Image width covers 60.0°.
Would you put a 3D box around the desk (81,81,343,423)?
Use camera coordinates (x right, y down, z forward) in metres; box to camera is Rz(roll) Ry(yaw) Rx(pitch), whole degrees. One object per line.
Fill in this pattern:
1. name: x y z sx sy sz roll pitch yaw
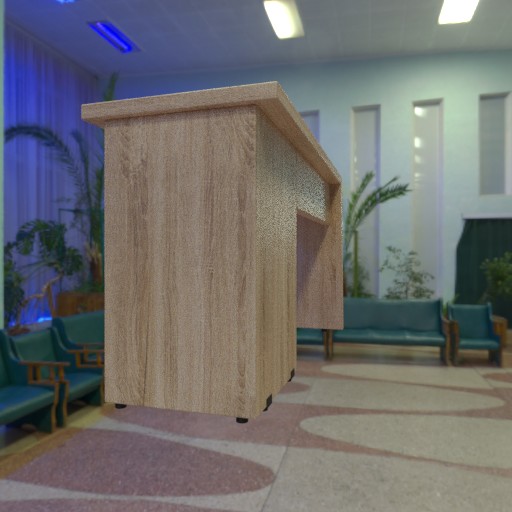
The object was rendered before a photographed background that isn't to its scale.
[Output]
1. desk: 0.000 0.000 1.639 0.500 0.750 1.300 0 0 17
